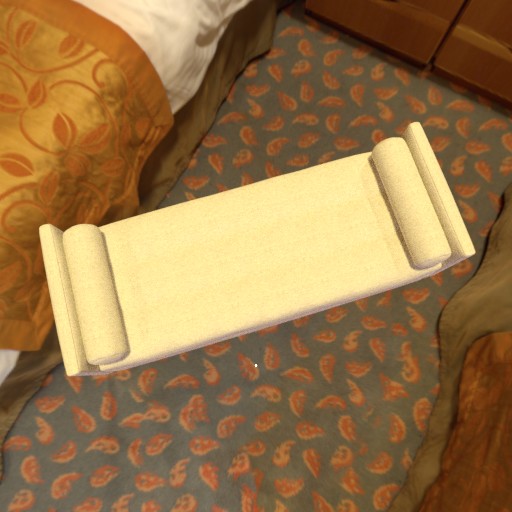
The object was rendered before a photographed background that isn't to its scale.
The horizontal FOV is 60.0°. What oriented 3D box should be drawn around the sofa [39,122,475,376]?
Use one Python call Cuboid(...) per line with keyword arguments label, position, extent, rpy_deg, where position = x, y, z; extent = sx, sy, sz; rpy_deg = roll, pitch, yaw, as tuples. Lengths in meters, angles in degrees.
Cuboid(label="sofa", position=(0.000, 0.000, 2.535), extent=(2.102, 0.655, 0.797), rpy_deg=(-16, 77, -4))
